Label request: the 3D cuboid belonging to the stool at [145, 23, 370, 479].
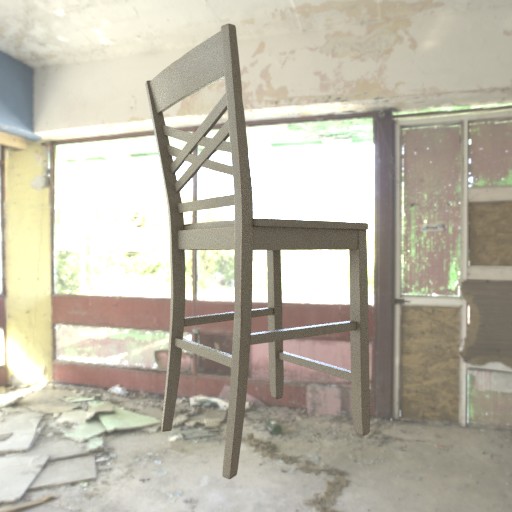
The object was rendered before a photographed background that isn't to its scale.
[{"bbox_3d":[0.000,0.000,1.354,0.539,1.079,0.462,-1,1,-37],"label":"stool"}]
